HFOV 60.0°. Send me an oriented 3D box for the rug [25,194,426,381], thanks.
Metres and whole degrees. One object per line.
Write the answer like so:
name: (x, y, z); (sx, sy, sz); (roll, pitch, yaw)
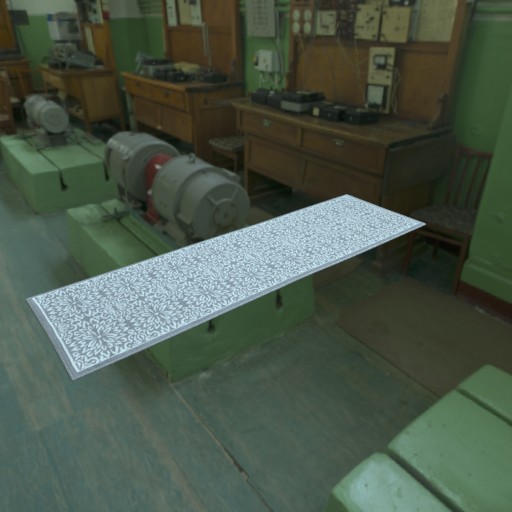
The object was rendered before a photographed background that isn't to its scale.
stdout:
rug: (0.000, 0.000, 2.412); (2.196, 0.011, 0.662); (-21, 35, -33)
